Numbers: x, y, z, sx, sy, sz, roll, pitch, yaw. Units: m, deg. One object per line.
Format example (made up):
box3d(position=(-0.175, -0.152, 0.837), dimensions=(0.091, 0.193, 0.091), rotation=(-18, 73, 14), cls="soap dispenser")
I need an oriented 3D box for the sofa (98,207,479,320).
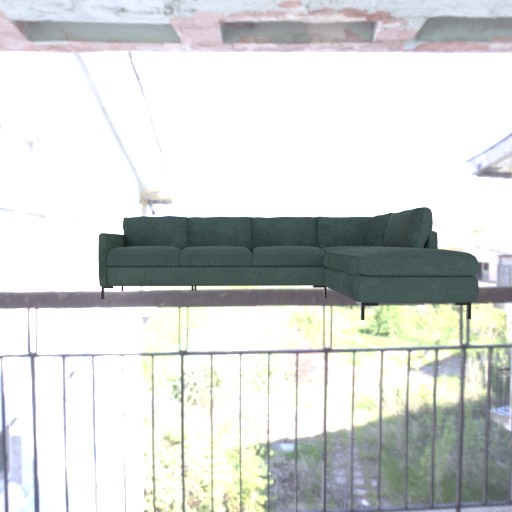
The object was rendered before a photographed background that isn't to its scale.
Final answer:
box3d(position=(0.000, 0.000, 3.304), dimensions=(2.486, 0.687, 1.707), rotation=(0, 2, -2), cls="sofa")
